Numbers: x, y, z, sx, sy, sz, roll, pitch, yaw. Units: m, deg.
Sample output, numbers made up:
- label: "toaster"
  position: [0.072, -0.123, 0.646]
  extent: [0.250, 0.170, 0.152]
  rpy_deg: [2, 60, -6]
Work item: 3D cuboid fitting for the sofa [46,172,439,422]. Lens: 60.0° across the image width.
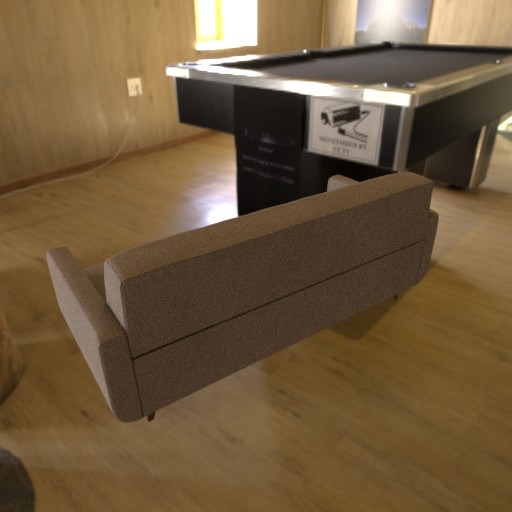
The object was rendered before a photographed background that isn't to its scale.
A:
- label: "sofa"
  position: [0.000, 0.000, 2.513]
  extent: [2.029, 0.841, 0.909]
  rpy_deg: [-19, 35, -30]
